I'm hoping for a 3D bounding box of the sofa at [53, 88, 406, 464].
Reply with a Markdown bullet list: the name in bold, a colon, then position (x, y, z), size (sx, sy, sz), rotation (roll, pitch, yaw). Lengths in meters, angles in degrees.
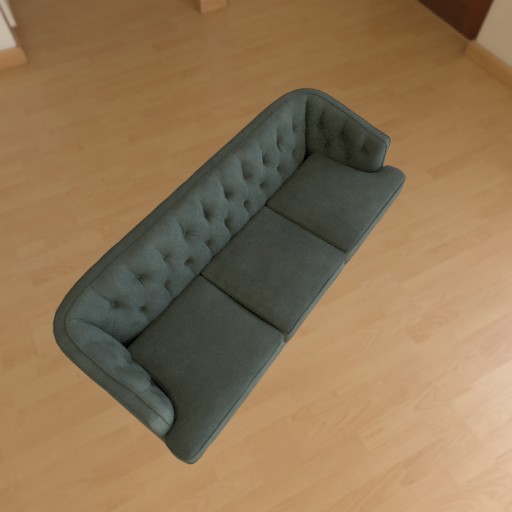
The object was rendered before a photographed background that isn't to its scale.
- **sofa**: position (0.000, 0.000, 2.727), size (0.941, 0.855, 2.278), rotation (33, 64, 19)
